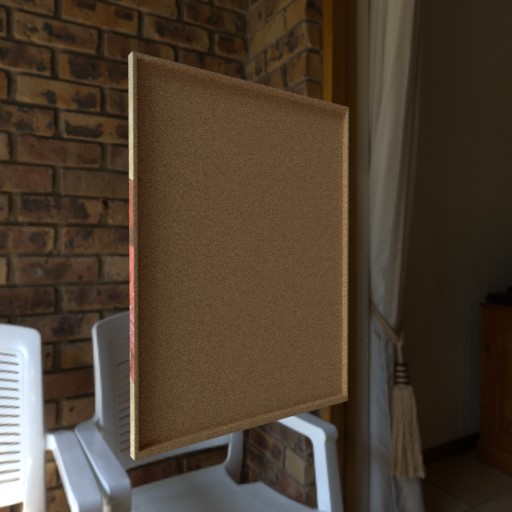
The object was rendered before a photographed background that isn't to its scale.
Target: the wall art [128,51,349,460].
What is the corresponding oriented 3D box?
[{"bbox_3d":[0.000,0.000,1.327,0.762,1.015,0.031,-1,1,-35],"label":"wall art"}]
